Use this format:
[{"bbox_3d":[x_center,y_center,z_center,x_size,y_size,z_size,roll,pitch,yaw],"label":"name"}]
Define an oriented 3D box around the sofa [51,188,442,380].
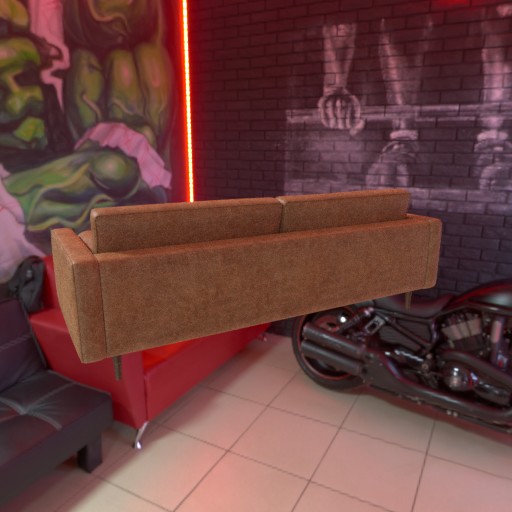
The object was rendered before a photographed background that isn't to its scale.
[{"bbox_3d":[0.000,0.000,2.690,2.200,0.770,0.919,-8,16,-28],"label":"sofa"}]
